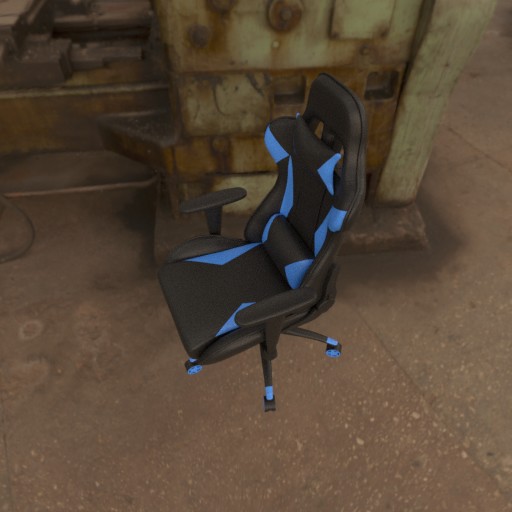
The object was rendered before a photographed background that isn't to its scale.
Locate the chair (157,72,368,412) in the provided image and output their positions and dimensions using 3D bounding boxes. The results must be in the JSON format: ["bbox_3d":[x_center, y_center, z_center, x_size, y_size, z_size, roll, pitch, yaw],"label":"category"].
[{"bbox_3d":[0.000,0.000,1.706,0.730,1.282,0.695,-18,49,-16],"label":"chair"}]
